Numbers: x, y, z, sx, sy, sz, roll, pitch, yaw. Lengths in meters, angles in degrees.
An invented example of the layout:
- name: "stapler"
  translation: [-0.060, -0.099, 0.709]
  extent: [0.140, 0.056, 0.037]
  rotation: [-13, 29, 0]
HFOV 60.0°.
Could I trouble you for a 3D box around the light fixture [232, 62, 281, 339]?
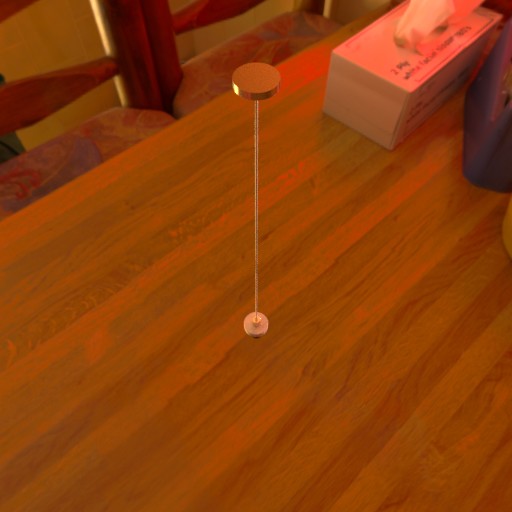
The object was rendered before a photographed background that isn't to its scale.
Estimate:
- name: "light fixture"
  translation: [0.000, 0.000, 1.808]
  extent: [0.129, 1.669, 0.129]
  rotation: [15, 59, 9]
